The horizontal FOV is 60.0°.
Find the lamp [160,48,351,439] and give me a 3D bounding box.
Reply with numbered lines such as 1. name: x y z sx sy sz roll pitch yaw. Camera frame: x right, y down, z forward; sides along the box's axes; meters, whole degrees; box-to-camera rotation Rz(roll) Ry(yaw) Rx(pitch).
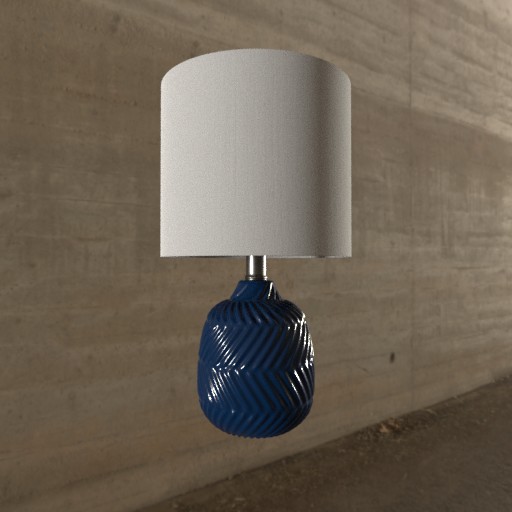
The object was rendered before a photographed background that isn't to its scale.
1. lamp: 0.000 0.000 0.482 0.203 0.368 0.203 0 -1 19
